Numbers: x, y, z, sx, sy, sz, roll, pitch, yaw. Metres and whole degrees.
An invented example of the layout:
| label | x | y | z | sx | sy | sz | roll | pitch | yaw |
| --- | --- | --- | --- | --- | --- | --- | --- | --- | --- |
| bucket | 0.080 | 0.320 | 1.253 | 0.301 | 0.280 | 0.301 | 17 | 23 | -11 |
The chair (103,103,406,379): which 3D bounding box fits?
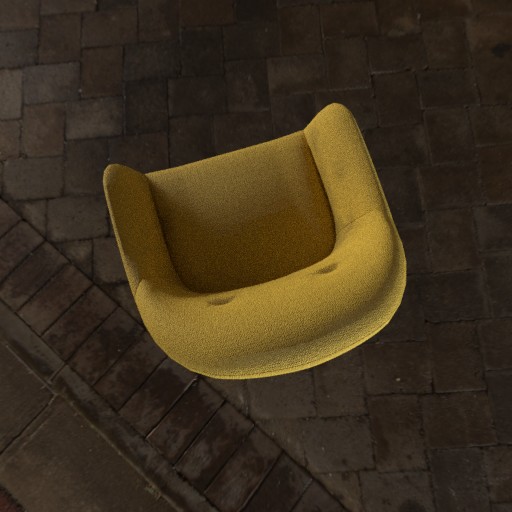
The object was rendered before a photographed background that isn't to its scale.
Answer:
| label | x | y | z | sx | sy | sz | roll | pitch | yaw |
| --- | --- | --- | --- | --- | --- | --- | --- | --- | --- |
| chair | 0.000 | 0.000 | 1.102 | 0.545 | 0.775 | 0.565 | -17 | 76 | -4 |
